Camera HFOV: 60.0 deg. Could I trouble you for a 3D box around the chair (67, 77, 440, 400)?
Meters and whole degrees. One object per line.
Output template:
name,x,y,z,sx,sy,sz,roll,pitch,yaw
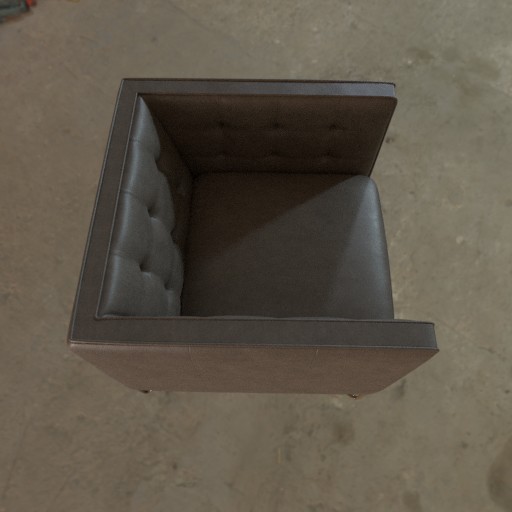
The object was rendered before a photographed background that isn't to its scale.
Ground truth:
chair,0.000,0.000,1.540,0.894,0.790,0.880,1,64,0
